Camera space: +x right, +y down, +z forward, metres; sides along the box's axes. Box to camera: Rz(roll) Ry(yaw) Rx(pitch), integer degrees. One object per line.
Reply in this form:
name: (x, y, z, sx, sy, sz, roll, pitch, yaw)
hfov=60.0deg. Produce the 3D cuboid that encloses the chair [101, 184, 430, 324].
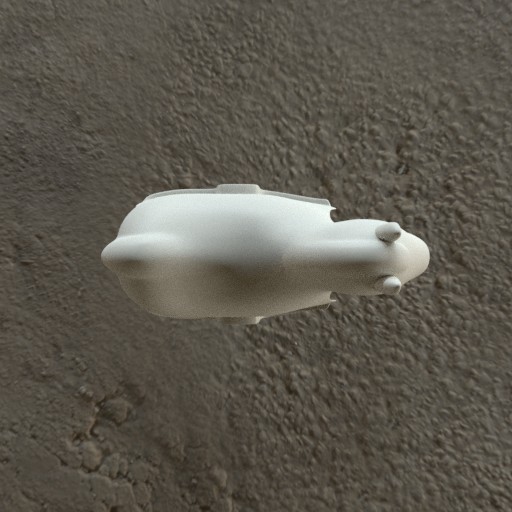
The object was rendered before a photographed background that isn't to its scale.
chair: (0.000, 0.000, 1.133, 0.800, 0.612, 0.429, 0, 91, 0)
